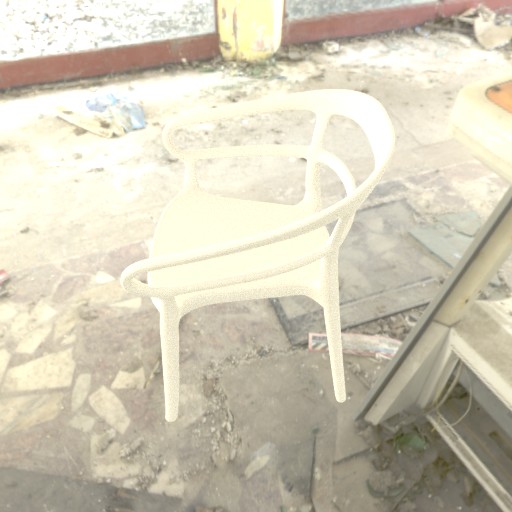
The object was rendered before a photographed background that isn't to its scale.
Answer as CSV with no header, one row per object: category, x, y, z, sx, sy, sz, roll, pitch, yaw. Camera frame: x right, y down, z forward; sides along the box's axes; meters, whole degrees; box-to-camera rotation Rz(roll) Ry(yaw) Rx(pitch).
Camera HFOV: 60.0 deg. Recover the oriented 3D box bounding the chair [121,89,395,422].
chair,0.000,0.000,1.136,0.527,0.761,0.559,0,44,0
